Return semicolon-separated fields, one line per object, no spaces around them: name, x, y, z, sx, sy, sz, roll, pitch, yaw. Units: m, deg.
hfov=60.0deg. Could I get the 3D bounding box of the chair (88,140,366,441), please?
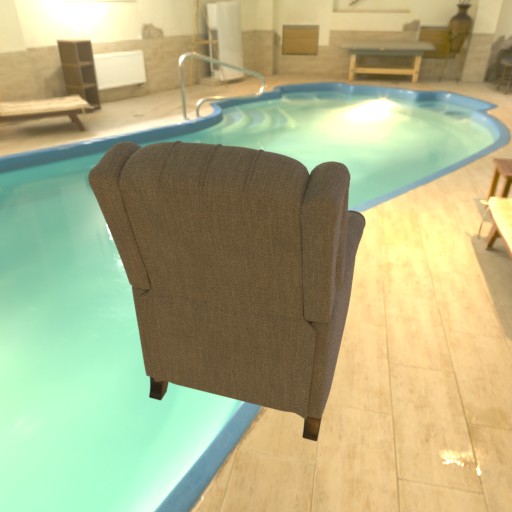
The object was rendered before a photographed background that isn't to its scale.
chair;0.000;0.000;1.671;0.742;1.035;0.898;9;32;15
